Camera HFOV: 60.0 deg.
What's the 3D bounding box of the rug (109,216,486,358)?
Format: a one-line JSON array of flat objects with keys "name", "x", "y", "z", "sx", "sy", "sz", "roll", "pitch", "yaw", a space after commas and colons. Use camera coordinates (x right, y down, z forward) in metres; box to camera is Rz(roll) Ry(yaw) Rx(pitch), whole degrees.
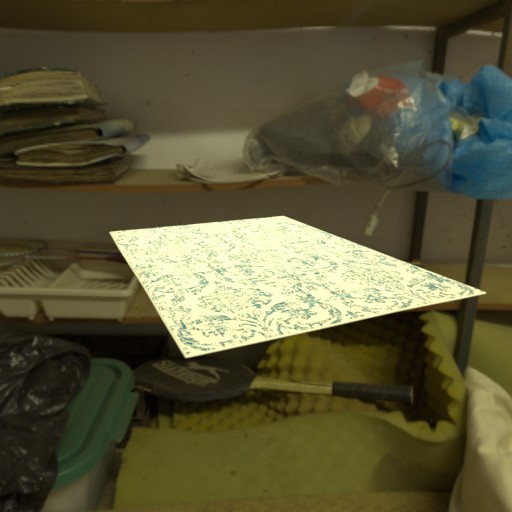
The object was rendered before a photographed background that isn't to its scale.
[{"name": "rug", "x": 0.000, "y": 0.000, "z": 2.906, "sx": 1.586, "sy": 0.014, "sz": 2.197, "roll": -7, "pitch": 18, "yaw": -24}]
